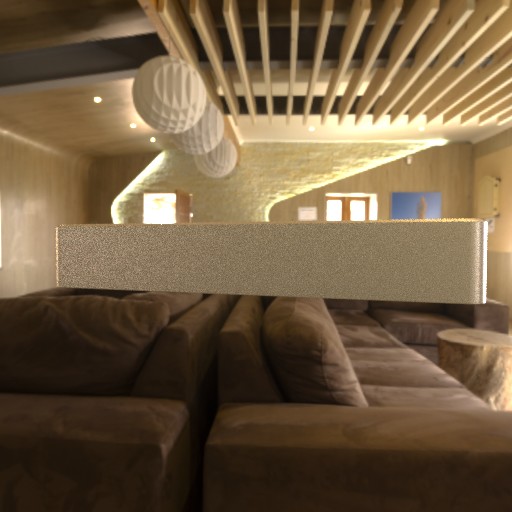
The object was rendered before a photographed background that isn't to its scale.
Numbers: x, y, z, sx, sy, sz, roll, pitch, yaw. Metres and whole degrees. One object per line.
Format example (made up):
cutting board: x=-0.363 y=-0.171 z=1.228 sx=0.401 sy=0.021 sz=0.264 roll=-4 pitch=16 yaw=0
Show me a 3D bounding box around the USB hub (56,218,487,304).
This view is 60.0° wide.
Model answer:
USB hub: x=0.000 y=0.000 z=0.161 sx=0.145 sy=0.023 sz=0.044 roll=1 pitch=2 yaw=19
